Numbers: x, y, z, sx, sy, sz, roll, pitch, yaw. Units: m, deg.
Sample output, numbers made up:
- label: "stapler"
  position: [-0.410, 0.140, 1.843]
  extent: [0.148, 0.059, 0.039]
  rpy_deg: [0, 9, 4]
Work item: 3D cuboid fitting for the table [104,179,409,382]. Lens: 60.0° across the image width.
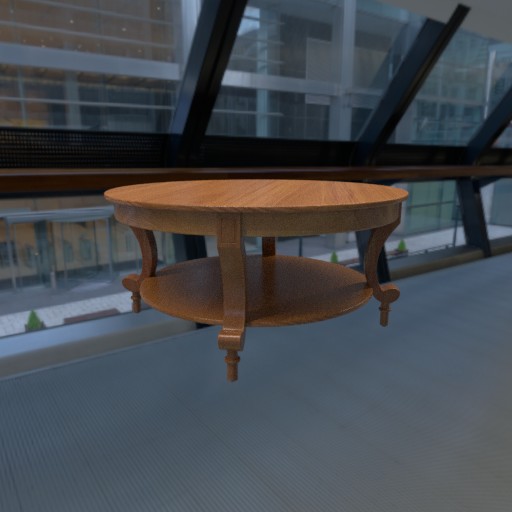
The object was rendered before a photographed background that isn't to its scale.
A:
- label: "table"
  position: [0.000, 0.000, 1.626]
  extent: [1.029, 0.490, 1.029]
  rpy_deg: [0, 13, 0]
